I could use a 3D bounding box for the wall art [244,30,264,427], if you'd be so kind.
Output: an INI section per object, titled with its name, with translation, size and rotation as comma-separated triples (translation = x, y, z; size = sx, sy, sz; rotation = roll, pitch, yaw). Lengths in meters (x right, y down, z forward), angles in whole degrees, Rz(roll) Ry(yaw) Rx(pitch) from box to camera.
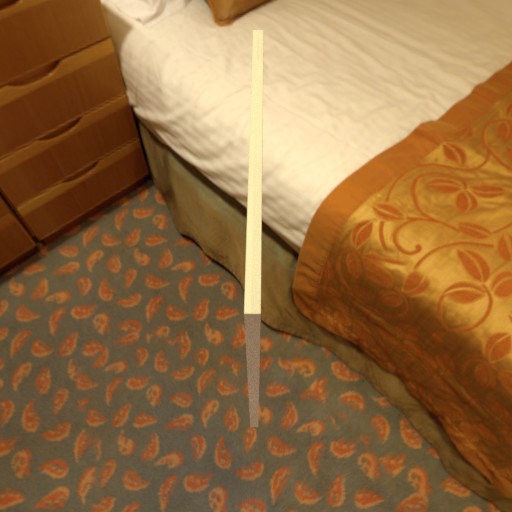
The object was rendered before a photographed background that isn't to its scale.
[wall art]
translation = 0.000, 0.000, 1.015
size = 0.021, 0.710, 0.609
rotation = 1, 58, 0
